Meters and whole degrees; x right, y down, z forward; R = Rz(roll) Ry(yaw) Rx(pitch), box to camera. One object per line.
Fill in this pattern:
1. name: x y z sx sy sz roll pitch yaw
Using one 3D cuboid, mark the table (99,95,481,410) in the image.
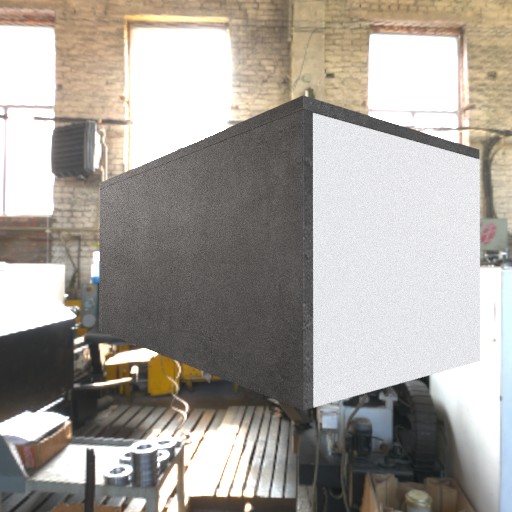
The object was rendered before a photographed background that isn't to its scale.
1. table: 0.000 0.000 0.891 0.400 0.350 0.700 0 -1 -37
